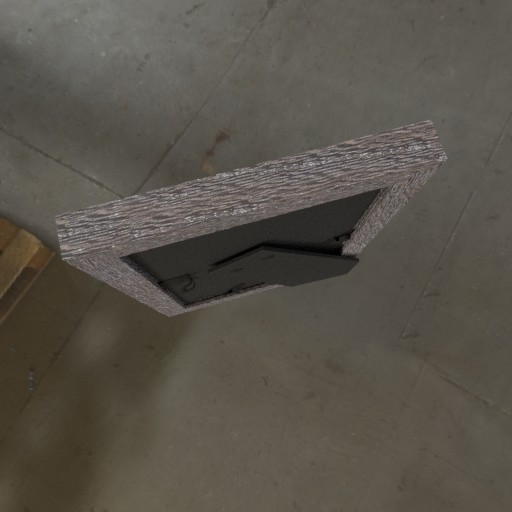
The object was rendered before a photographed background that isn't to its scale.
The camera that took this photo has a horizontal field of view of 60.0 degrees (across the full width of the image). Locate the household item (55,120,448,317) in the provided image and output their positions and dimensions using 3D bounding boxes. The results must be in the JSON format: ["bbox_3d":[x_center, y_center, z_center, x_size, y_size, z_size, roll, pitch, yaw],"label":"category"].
[{"bbox_3d":[0.000,0.000,0.236,0.133,0.180,0.020,-15,77,-4],"label":"household item"}]
